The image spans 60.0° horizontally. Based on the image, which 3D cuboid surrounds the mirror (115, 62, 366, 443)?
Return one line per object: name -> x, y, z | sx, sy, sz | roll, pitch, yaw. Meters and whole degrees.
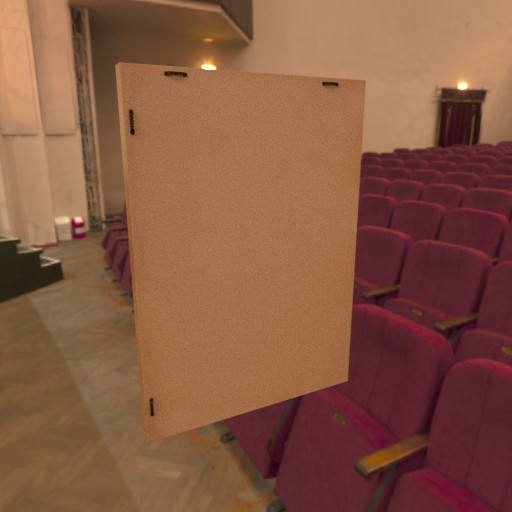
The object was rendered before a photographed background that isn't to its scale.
mirror -> 0.000, 0.000, 0.925 | 0.507, 0.710, 0.039 | -8, 17, -26
